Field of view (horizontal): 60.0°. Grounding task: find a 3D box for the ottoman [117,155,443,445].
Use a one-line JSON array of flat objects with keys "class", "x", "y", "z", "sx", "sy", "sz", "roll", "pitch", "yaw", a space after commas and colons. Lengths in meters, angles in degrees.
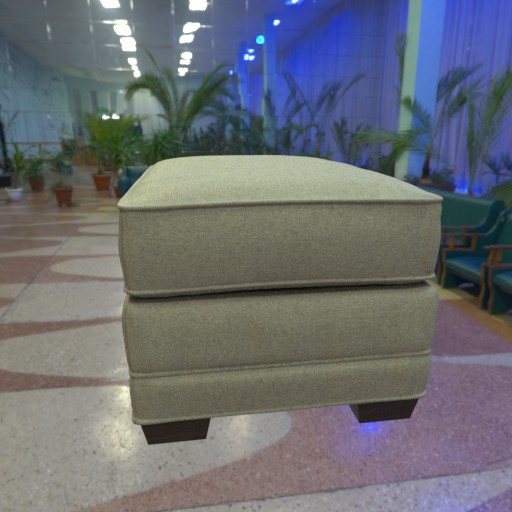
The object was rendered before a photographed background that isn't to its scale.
[{"class": "ottoman", "x": 0.000, "y": 0.000, "z": 1.190, "sx": 0.611, "sy": 0.508, "sz": 0.848, "roll": -2, "pitch": 16, "yaw": -8}]
